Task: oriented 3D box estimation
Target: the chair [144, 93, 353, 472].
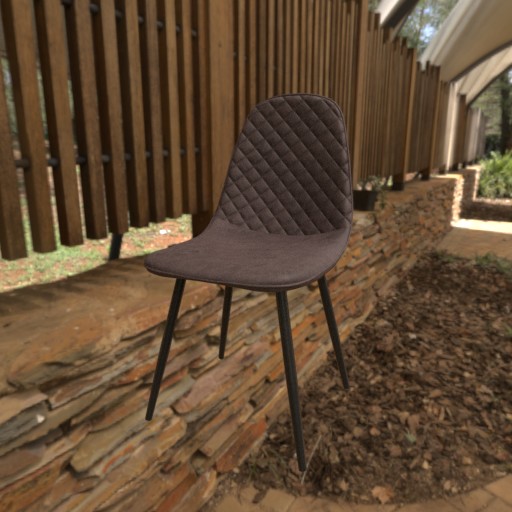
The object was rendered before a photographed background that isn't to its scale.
[{"bbox_3d":[0.000,0.000,1.216,0.472,0.889,0.561,7,16,25],"label":"chair"}]
